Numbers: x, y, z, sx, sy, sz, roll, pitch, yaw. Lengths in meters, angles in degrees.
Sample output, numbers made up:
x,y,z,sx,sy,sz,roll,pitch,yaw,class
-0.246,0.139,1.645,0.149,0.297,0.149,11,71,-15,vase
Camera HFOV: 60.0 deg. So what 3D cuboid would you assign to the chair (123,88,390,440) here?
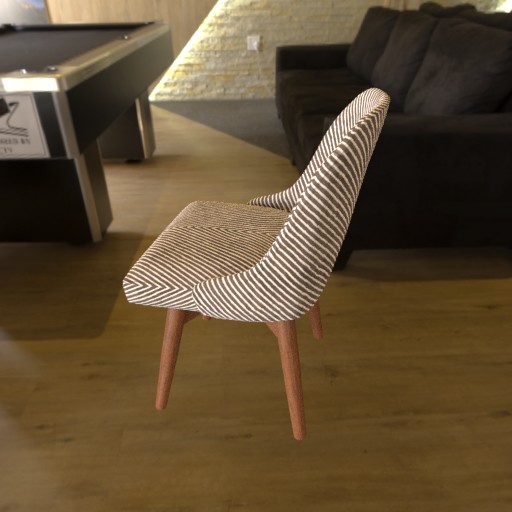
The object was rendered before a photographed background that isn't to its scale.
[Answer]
x,y,z,sx,sy,sz,roll,pitch,yaw,class
0.000,0.000,1.238,0.591,0.883,0.504,7,33,12,chair
